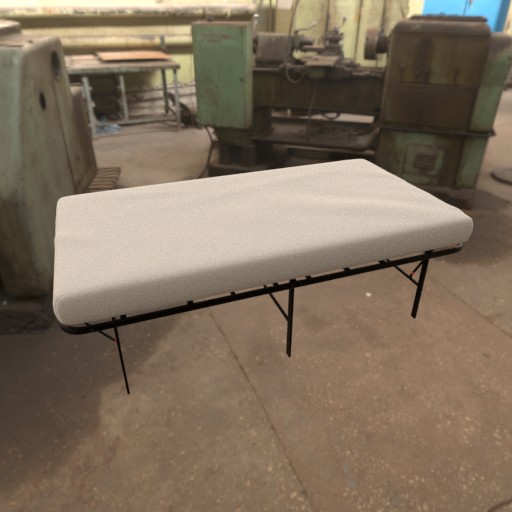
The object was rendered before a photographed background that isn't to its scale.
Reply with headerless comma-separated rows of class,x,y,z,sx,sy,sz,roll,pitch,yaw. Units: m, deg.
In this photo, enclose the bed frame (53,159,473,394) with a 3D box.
bed frame,0.000,0.000,2.359,1.903,0.619,0.989,-11,32,-17
